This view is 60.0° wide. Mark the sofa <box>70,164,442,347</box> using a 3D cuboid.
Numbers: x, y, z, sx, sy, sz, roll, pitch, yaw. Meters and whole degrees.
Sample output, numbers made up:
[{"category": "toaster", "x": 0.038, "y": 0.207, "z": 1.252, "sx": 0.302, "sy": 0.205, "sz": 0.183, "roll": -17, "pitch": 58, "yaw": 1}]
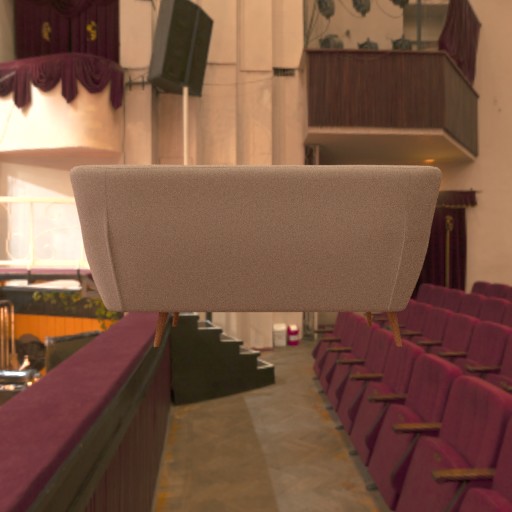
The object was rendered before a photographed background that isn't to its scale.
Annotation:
[{"category": "sofa", "x": 0.000, "y": 0.000, "z": 2.448, "sx": 1.930, "sy": 0.890, "sz": 0.899, "roll": 0, "pitch": 1, "yaw": -1}]
